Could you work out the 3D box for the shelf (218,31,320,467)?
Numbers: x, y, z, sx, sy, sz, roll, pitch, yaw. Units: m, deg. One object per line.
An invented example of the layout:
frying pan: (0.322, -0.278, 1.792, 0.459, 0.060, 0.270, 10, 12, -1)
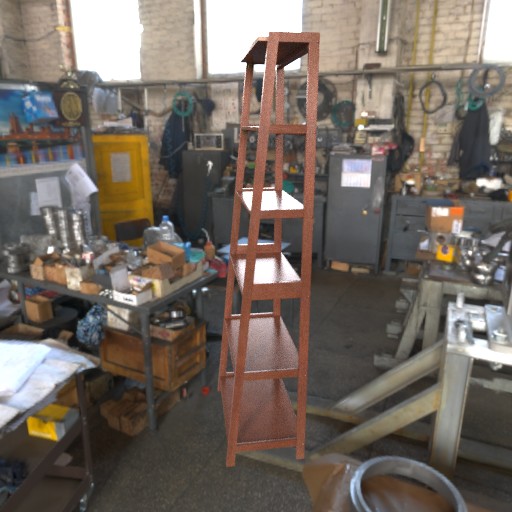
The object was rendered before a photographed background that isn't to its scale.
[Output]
shelf: (0.000, 0.000, 2.185, 0.382, 1.892, 0.660, -2, 17, -8)
